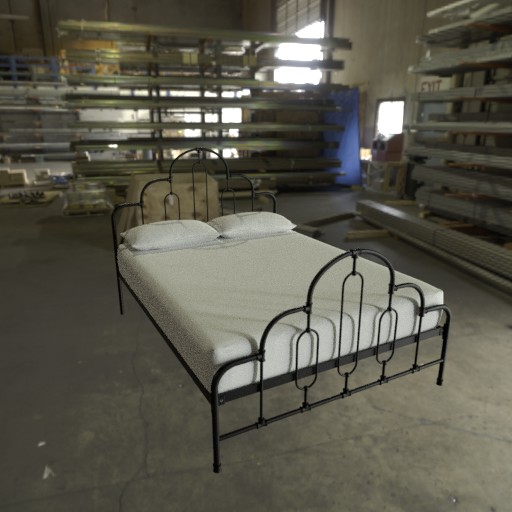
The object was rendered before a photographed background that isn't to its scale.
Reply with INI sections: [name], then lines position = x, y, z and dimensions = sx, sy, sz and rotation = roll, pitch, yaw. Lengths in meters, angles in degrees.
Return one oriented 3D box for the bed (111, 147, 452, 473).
[bed]
position = 0.000, 0.000, 3.244
dimensions = 1.626, 1.444, 2.181
rotation = -9, 19, -27
